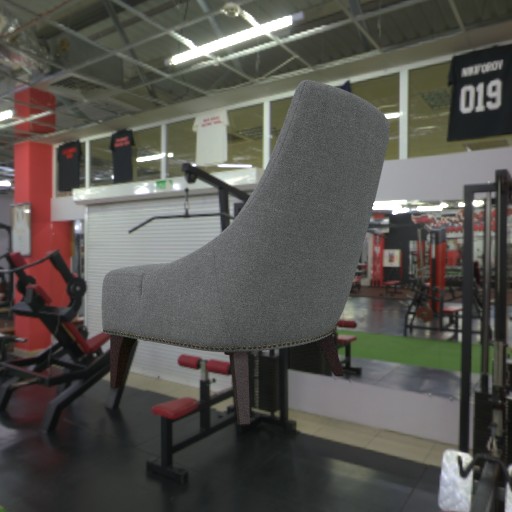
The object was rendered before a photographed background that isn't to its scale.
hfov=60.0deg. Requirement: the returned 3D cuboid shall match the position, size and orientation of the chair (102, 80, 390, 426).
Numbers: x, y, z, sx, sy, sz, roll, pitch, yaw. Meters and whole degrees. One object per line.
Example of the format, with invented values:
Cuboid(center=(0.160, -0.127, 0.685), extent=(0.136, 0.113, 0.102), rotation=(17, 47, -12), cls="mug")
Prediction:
Cuboid(center=(0.000, 0.000, 1.546), extent=(0.861, 0.909, 0.701), rotation=(0, 1, 37), cls="chair")
